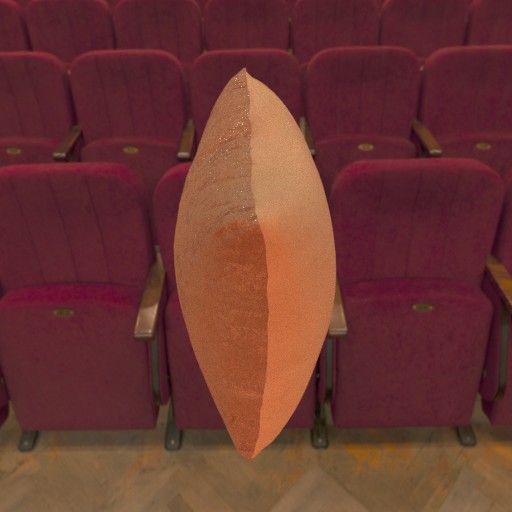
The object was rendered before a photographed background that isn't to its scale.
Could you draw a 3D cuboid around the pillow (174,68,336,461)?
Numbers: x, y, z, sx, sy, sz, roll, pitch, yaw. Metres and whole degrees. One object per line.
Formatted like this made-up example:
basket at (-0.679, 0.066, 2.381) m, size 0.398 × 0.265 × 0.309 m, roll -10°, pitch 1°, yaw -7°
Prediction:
pillow at (0.000, 0.000, 0.704) m, size 0.245 × 0.448 × 0.450 m, roll 0°, pitch 40°, yaw 0°
